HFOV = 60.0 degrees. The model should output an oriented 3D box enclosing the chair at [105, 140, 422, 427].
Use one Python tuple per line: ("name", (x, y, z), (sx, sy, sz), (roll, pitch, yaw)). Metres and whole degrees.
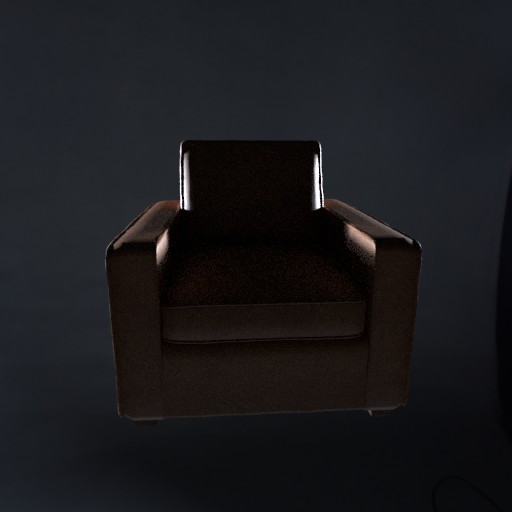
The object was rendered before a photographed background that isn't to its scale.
("chair", (0.000, 0.000, 1.785), (0.987, 0.901, 1.027), (-2, 15, -7))
